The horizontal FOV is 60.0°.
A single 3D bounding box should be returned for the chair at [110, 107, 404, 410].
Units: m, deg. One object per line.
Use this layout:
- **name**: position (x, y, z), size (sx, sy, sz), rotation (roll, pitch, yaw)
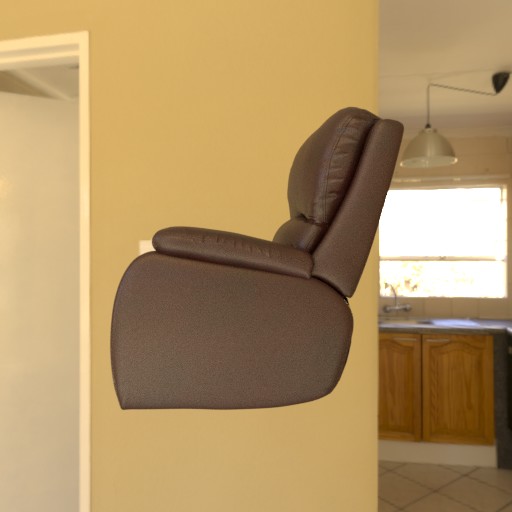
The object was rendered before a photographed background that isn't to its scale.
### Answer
- **chair**: position (0.000, 0.000, 1.755), size (0.899, 1.011, 0.930), rotation (0, -1, 0)
